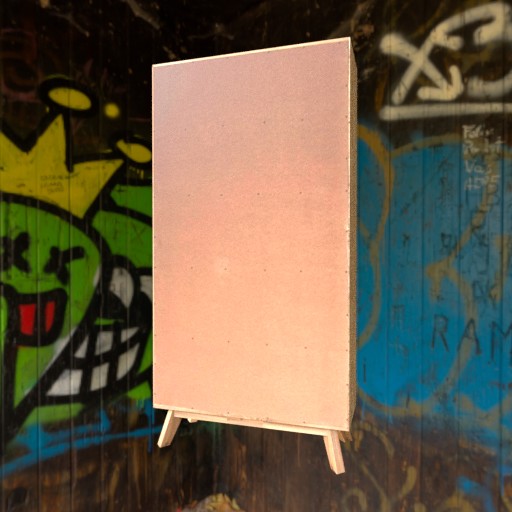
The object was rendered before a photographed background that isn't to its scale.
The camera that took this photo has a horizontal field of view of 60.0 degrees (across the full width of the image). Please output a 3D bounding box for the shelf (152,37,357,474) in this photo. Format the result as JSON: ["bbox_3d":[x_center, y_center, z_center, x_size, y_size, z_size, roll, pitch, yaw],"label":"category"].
[{"bbox_3d":[0.000,0.000,1.737,0.748,1.471,0.308,0,1,18],"label":"shelf"}]
